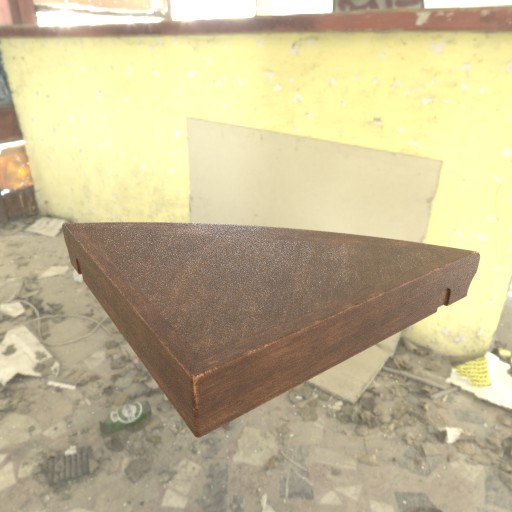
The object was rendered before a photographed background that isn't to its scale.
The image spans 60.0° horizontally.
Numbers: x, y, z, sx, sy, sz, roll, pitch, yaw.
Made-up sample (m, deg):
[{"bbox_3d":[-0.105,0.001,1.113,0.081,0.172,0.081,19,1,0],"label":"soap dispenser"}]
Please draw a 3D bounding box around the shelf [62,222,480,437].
[{"bbox_3d":[0.000,0.000,0.463,0.310,0.050,0.310,-17,30,-31],"label":"shelf"}]
